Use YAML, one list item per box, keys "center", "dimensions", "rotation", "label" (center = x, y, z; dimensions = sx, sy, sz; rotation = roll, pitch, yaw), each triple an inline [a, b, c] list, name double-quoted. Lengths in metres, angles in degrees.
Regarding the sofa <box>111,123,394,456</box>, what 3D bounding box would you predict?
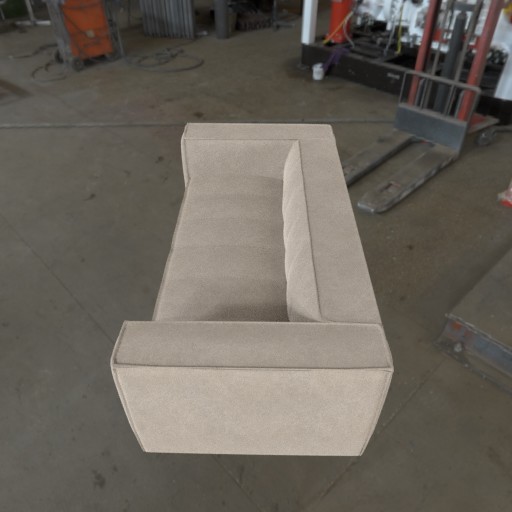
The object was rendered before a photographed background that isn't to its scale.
- center: [0.000, 0.000, 2.457]
  dimensions: [1.038, 0.680, 1.995]
  rotation: [1, 41, 1]
  label: "sofa"
